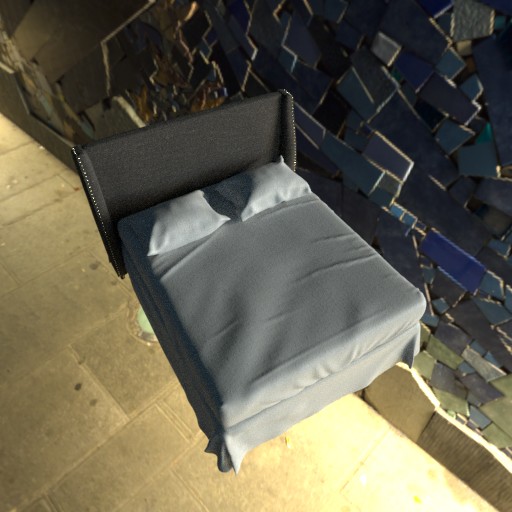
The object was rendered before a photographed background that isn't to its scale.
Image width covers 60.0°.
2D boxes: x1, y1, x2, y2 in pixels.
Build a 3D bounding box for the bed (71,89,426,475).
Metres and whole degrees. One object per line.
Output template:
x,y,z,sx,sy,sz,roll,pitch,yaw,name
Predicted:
0.000,0.000,3.416,1.925,1.332,2.276,-23,50,-20,bed
